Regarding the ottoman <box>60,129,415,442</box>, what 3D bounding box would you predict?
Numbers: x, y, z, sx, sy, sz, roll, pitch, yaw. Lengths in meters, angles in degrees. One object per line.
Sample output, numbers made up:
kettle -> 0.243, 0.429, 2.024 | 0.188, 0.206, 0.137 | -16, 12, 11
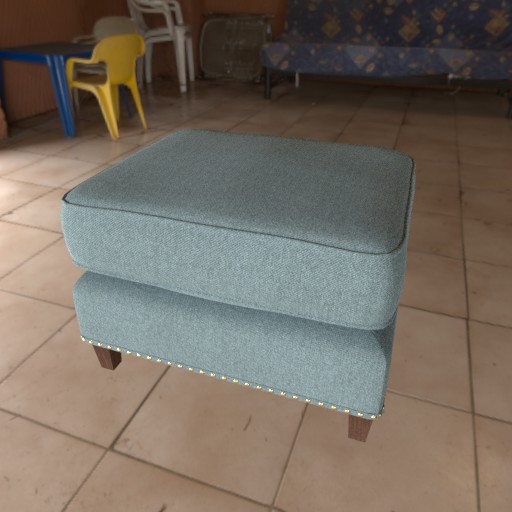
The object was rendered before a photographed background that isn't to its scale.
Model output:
ottoman -> 0.000, 0.000, 1.144 | 0.738, 0.537, 0.589 | 10, 33, 16
